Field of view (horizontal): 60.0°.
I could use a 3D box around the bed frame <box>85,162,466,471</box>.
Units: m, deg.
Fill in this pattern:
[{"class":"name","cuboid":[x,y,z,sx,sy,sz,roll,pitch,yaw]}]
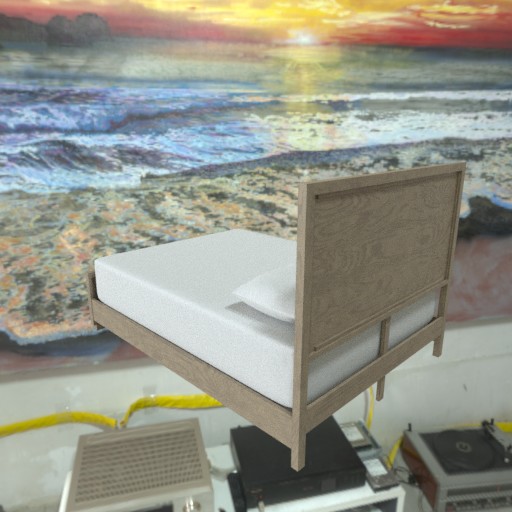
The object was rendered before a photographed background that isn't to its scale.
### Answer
[{"class":"bed frame","cuboid":[0.000,0.000,3.219,1.606,1.369,2.189,-15,22,-43]}]
